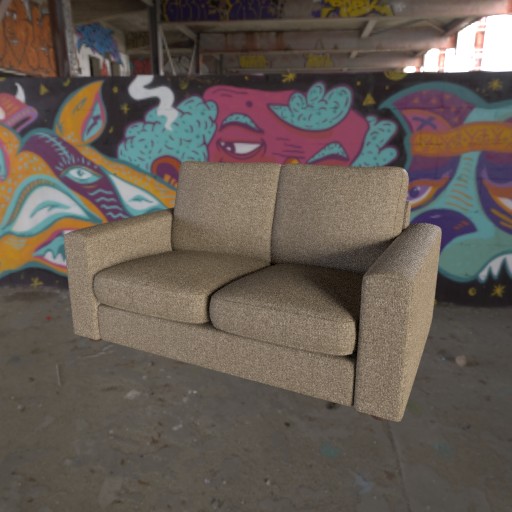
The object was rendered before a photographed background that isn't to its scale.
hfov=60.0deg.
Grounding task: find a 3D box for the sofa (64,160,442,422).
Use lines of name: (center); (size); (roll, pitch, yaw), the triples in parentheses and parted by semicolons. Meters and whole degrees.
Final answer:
sofa: (0.000, 0.000, 2.200); (1.616, 0.873, 1.016); (8, 17, 26)
